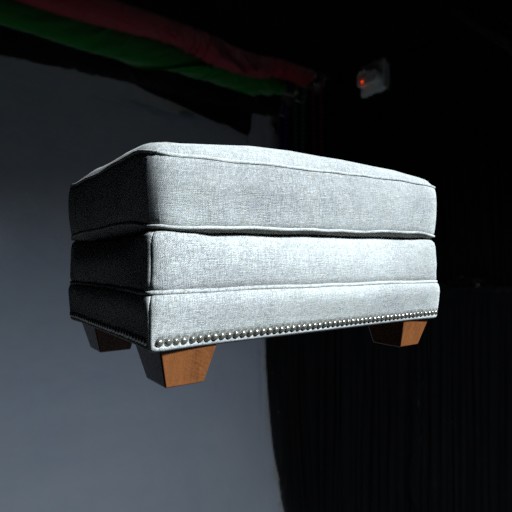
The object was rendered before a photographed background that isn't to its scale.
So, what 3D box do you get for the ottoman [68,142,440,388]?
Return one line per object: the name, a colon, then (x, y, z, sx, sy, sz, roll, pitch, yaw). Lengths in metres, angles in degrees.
ottoman: (0.000, 0.000, 1.130, 0.813, 0.457, 0.561, 1, -1, -36)
